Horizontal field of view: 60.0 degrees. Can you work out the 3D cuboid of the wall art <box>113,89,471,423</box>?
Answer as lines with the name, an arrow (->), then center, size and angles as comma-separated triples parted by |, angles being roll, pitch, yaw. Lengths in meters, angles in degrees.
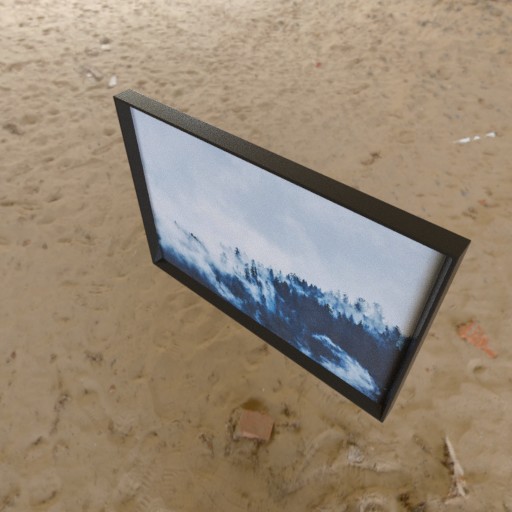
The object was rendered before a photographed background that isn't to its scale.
wall art -> 0.000, 0.000, 1.202 | 0.939, 0.640, 0.058 | 31, 53, 27
